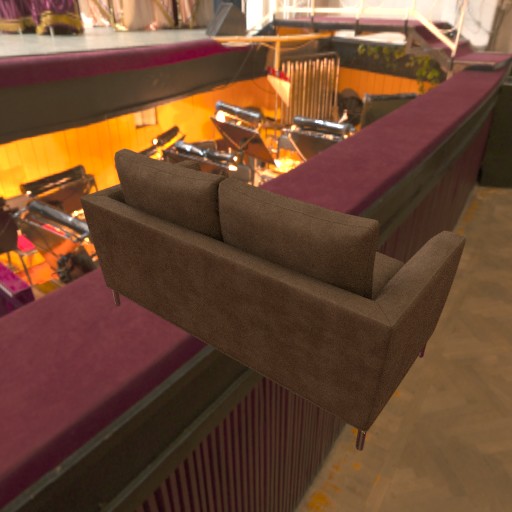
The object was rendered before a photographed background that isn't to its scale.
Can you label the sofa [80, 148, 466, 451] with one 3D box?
[{"bbox_3d":[0.000,0.000,2.364,1.832,1.013,0.855,21,36,32],"label":"sofa"}]
